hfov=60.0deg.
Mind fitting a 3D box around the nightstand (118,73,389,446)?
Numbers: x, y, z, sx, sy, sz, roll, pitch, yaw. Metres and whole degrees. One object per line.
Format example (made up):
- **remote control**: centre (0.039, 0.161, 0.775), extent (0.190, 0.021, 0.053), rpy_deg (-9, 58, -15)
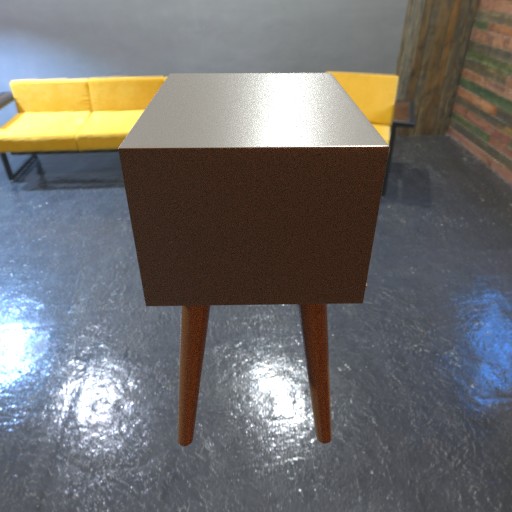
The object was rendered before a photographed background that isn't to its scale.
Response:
- **nightstand**: centre (0.000, 0.000, 0.745), extent (0.288, 0.508, 0.370), rpy_deg (-1, 33, -1)
